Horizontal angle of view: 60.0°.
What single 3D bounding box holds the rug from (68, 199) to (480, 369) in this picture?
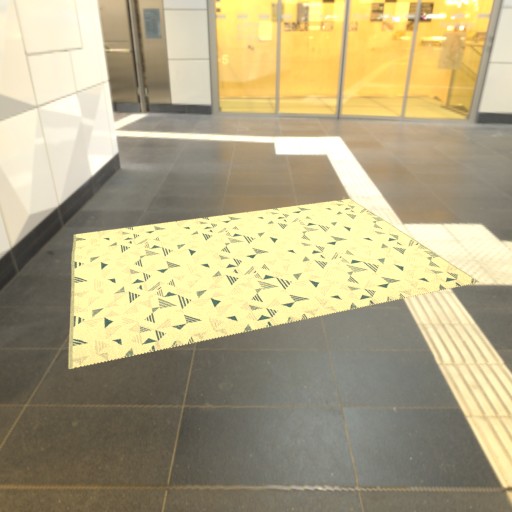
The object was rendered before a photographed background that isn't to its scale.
[{"bbox_3d":[0.000,0.000,2.337,1.835,0.003,1.206,-9,29,-17],"label":"rug"}]
